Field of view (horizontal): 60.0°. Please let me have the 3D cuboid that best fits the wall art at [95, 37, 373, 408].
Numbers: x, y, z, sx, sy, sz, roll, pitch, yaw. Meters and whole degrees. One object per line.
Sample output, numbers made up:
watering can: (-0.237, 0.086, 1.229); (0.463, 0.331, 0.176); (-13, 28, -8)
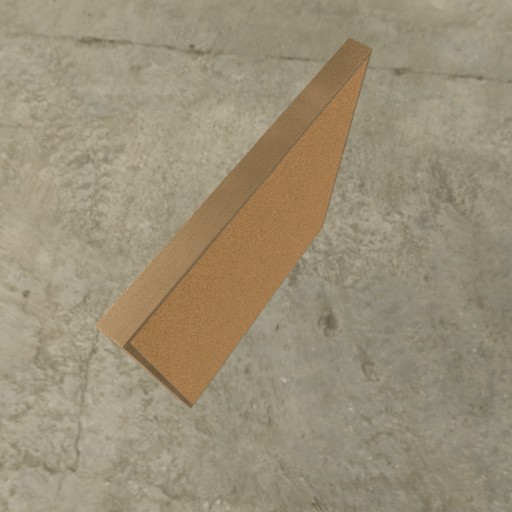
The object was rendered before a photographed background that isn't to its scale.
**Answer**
wall art: (0.000, 0.000, 0.762); (0.038, 0.511, 0.513); (32, 69, 14)
